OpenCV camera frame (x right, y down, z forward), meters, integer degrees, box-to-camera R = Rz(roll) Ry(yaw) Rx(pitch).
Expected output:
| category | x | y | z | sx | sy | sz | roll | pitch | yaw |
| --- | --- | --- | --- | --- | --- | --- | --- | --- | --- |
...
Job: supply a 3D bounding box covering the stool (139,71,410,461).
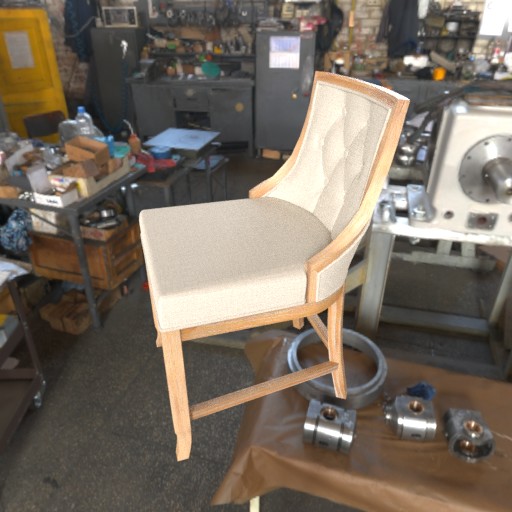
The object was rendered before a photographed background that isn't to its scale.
| category | x | y | z | sx | sy | sz | roll | pitch | yaw |
| --- | --- | --- | --- | --- | --- | --- | --- | --- | --- |
| stool | 0.000 | 0.000 | 1.303 | 0.626 | 0.938 | 0.524 | -9 | 32 | -15 |
